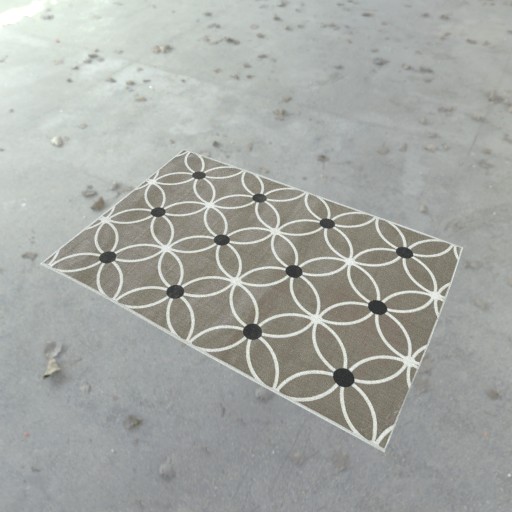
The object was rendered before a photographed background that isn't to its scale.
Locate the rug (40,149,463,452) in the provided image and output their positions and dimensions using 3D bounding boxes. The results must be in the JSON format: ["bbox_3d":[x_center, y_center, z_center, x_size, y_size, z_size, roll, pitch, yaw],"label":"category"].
[{"bbox_3d":[0.000,0.000,2.856,2.284,0.008,1.522,23,51,20],"label":"rug"}]
